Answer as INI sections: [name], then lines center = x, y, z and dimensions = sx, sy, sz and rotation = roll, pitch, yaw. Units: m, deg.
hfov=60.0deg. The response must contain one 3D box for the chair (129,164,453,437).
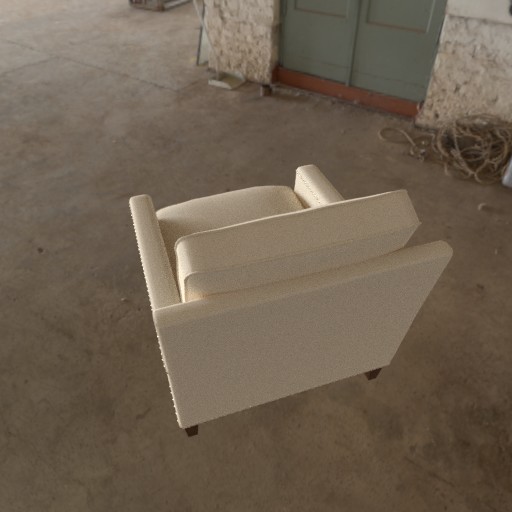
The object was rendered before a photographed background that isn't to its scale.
[chair]
center = 0.000, 0.000, 1.720
dimensions = 0.853, 0.943, 1.014
rotation = -13, 44, -14
